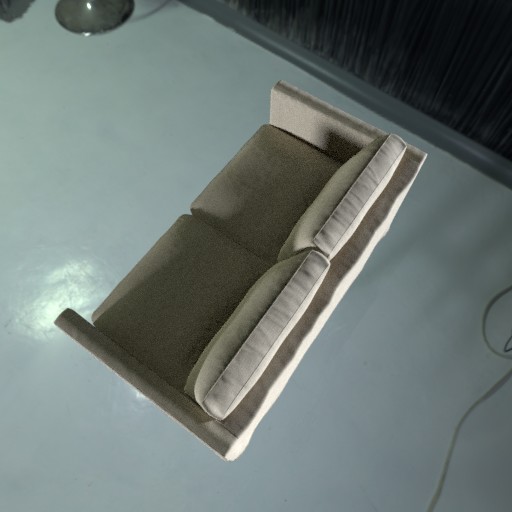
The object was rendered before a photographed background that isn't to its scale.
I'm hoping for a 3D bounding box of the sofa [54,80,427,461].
[{"bbox_3d":[0.000,0.000,2.319,0.956,0.828,1.766,32,68,15],"label":"sofa"}]
